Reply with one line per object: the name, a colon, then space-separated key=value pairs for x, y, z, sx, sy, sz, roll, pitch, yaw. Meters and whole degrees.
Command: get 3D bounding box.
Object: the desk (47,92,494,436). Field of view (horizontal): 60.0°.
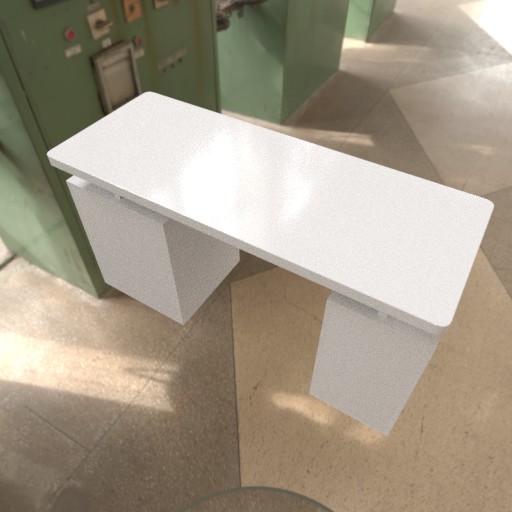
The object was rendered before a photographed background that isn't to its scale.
desk: x=0.000 y=0.000 z=1.733 sx=1.400 sy=0.762 sz=0.550 roll=24 pitch=51 yaw=21
